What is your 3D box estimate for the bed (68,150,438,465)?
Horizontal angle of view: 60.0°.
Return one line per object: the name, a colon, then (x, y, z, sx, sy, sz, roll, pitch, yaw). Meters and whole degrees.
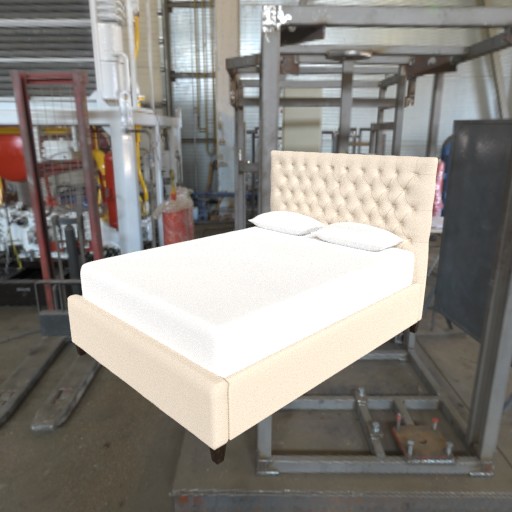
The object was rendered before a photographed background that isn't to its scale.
bed: (0.000, 0.000, 3.326, 2.233, 1.426, 1.696, -15, 22, -43)
